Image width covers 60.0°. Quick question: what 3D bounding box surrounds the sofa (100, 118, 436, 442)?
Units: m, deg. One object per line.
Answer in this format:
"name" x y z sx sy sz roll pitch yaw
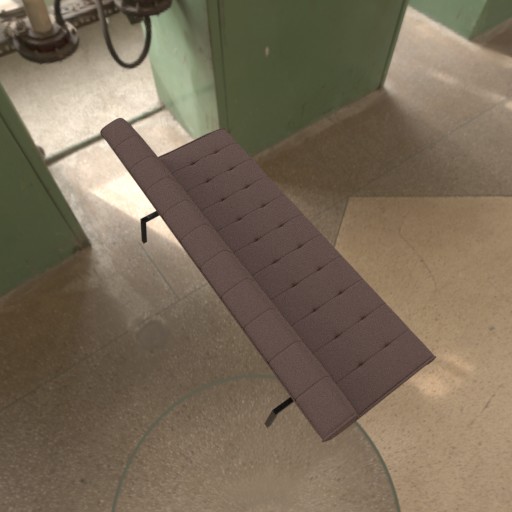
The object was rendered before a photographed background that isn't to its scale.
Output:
"sofa" 0.000 0.000 2.147 0.747 0.699 1.703 -31 64 -17
